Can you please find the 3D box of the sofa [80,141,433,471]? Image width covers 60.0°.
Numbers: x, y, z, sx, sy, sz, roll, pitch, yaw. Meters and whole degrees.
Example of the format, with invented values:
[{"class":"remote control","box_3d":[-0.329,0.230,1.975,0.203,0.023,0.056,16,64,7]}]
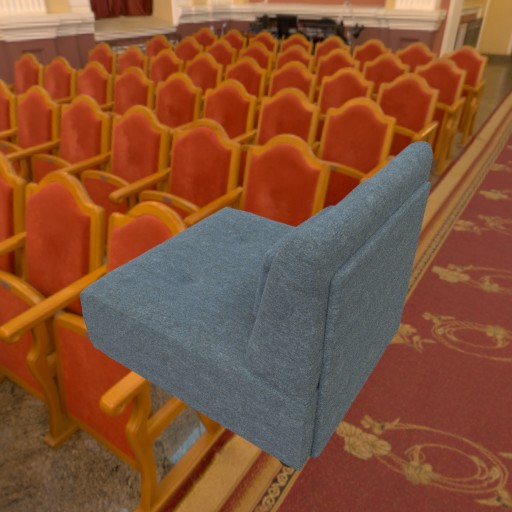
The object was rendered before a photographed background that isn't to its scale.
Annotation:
[{"class":"sofa","box_3d":[0.000,0.000,1.698,1.000,0.820,0.930,20,36,29]}]
